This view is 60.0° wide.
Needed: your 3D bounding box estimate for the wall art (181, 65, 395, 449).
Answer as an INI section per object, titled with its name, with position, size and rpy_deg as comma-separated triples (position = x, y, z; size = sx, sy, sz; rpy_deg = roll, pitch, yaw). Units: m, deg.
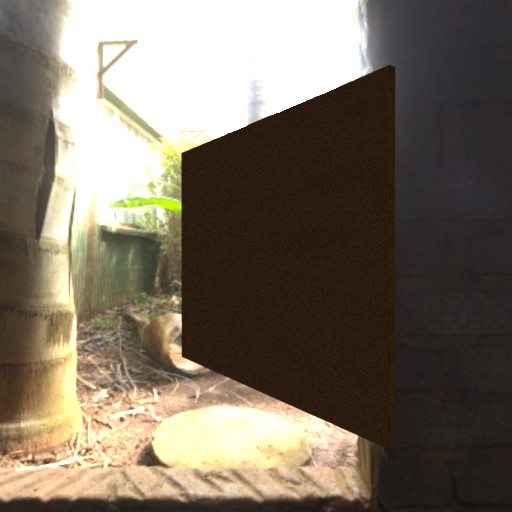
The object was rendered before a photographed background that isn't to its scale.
[wall art]
position = 0.000, 0.000, 0.681
size = 0.010, 0.408, 0.508
rpy_deg = 0, 1, -35
